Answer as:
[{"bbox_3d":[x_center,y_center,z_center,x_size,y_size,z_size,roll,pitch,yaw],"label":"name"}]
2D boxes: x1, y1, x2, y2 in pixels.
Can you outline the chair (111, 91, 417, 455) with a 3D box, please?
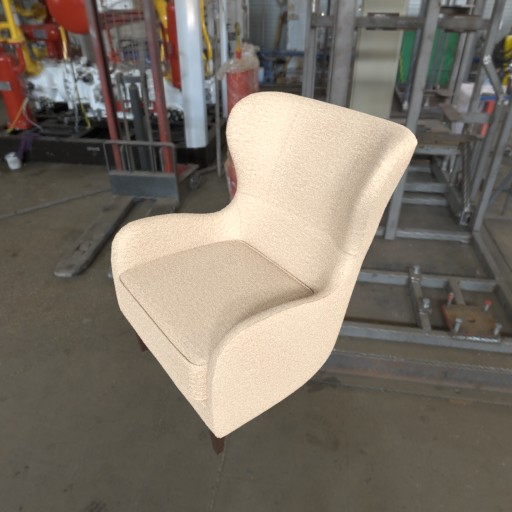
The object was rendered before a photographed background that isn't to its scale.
[{"bbox_3d":[0.000,0.000,1.793,0.984,1.064,0.861,-22,38,-30],"label":"chair"}]
